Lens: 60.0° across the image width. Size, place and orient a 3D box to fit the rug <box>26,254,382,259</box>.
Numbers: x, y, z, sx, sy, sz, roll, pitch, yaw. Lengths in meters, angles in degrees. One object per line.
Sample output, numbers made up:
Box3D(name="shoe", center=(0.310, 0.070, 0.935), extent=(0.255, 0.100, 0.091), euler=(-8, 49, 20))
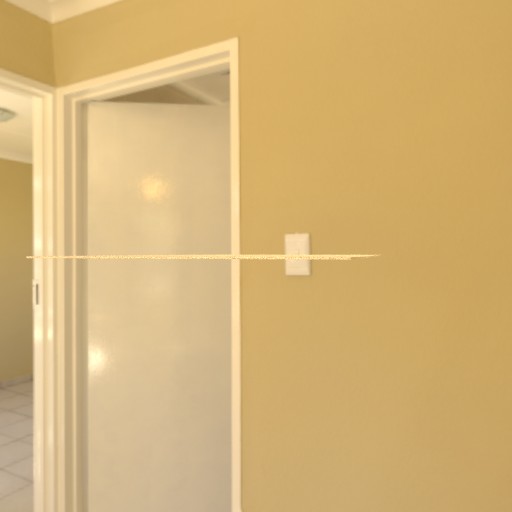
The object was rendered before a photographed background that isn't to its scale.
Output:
Box3D(name="rug", center=(0.000, 0.000, 2.231), extent=(1.142, 0.006, 1.752), euler=(0, 0, 19))
